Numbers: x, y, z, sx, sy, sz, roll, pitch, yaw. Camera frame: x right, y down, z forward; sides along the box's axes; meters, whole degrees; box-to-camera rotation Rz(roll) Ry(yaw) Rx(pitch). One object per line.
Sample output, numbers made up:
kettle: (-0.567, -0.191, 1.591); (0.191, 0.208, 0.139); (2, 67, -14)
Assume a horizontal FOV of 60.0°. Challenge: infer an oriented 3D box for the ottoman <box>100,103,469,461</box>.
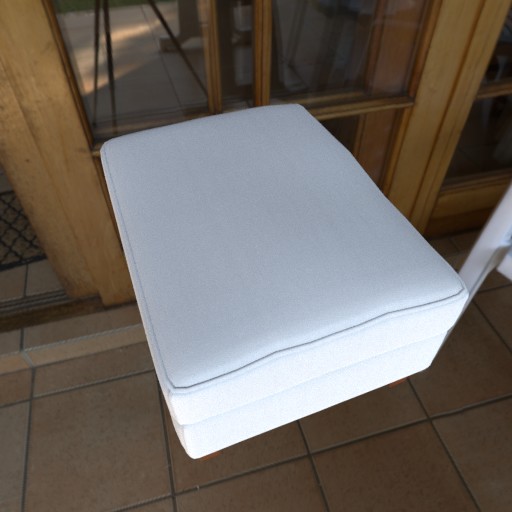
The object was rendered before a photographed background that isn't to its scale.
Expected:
ottoman: (0.000, 0.000, 1.175); (0.634, 0.479, 0.818); (-16, 49, -14)
